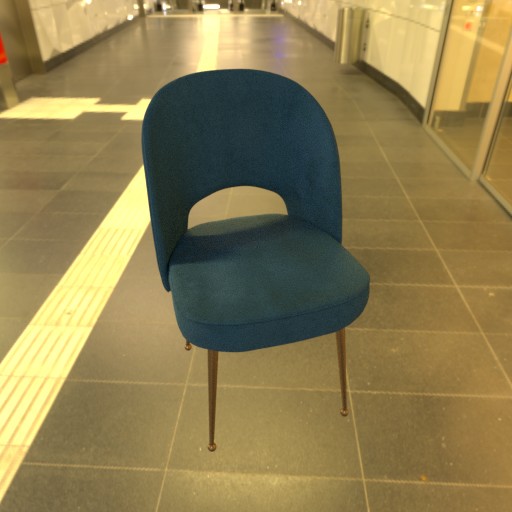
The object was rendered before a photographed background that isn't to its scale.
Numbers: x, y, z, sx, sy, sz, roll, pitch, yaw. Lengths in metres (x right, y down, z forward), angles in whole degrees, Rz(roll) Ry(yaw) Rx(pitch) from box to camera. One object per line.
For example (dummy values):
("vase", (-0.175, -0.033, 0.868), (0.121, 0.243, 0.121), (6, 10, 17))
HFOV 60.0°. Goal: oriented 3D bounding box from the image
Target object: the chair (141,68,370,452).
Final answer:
("chair", (0.000, 0.000, 1.209), (0.527, 0.860, 0.577), (-9, 34, -14))
